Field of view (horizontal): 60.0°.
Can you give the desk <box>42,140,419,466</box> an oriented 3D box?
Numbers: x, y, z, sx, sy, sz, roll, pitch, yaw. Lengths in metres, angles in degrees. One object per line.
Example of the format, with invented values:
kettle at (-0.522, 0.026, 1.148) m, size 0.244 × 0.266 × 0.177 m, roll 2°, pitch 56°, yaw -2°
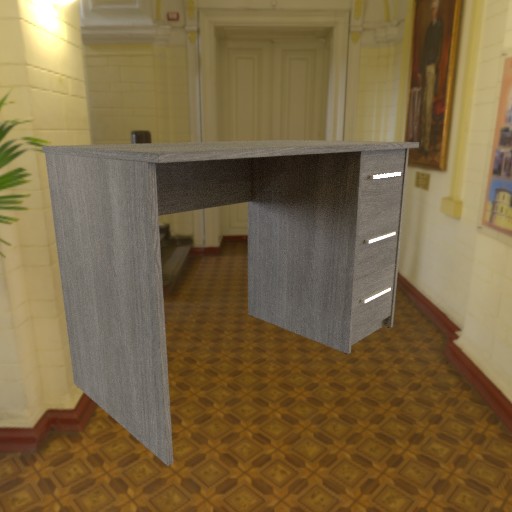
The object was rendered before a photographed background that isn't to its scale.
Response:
desk at (0.000, 0.000, 1.498) m, size 0.560 × 0.735 × 1.097 m, roll 15°, pitch 22°, yaw 42°
